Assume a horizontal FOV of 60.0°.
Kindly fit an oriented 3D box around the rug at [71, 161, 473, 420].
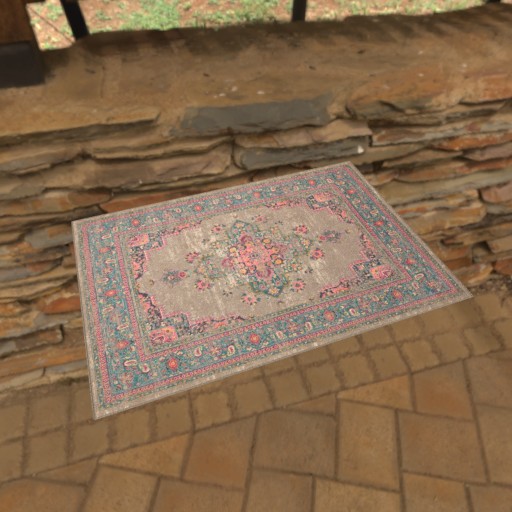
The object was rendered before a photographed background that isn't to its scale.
[{"bbox_3d":[0.000,0.000,3.770,2.890,0.013,2.005,-15,47,-14],"label":"rug"}]
